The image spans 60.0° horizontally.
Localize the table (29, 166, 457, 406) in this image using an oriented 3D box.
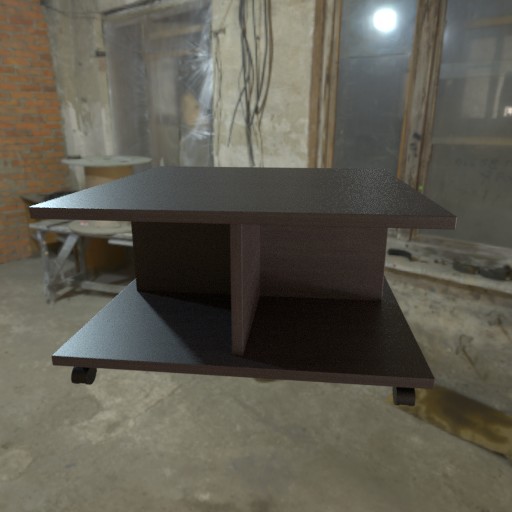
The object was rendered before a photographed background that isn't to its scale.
[{"bbox_3d":[0.000,0.000,1.199,0.762,0.396,0.762,2,17,6],"label":"table"}]
